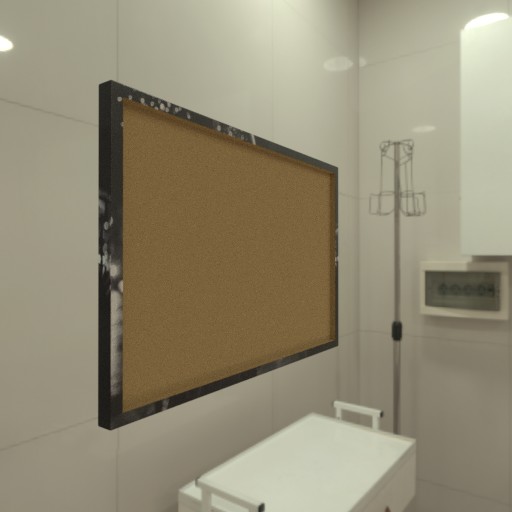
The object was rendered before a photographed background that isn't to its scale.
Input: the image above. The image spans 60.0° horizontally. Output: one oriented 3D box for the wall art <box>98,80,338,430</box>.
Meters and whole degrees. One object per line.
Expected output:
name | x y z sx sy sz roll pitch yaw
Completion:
wall art | 0.000 0.000 1.148 0.038 0.609 0.914 0 0 36
